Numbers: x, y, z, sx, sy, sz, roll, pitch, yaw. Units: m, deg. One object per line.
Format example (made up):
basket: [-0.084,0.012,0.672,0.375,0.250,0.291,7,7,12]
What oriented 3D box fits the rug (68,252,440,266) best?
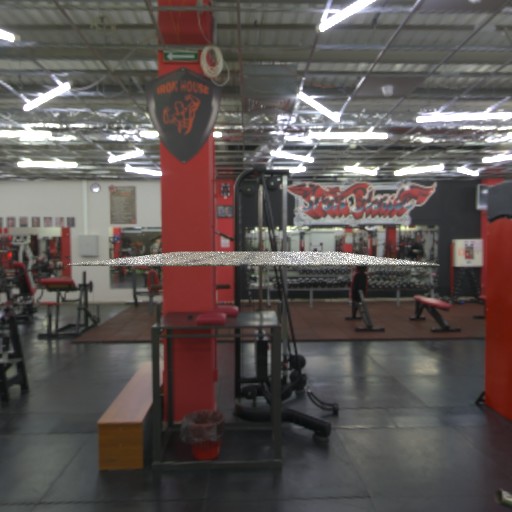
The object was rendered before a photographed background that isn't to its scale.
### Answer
rug: [0.000,0.000,2.046,1.035,0.006,1.652,0,2,1]
